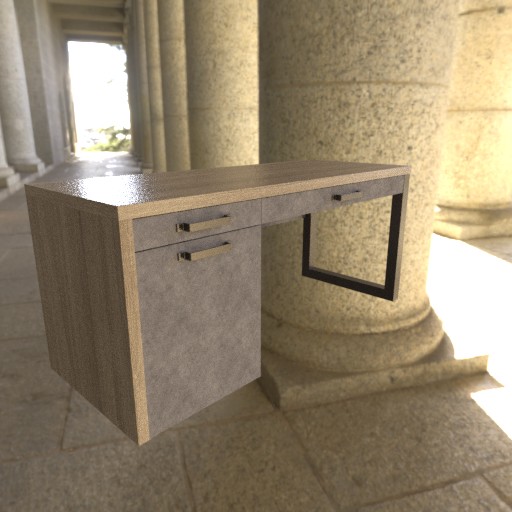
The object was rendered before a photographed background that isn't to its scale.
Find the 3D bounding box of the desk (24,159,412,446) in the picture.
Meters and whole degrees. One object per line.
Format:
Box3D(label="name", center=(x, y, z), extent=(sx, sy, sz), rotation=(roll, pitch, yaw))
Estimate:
Box3D(label="desk", center=(0.000, 0.000, 2.066), extent=(0.690, 0.760, 1.700), rotation=(15, 22, 42))
